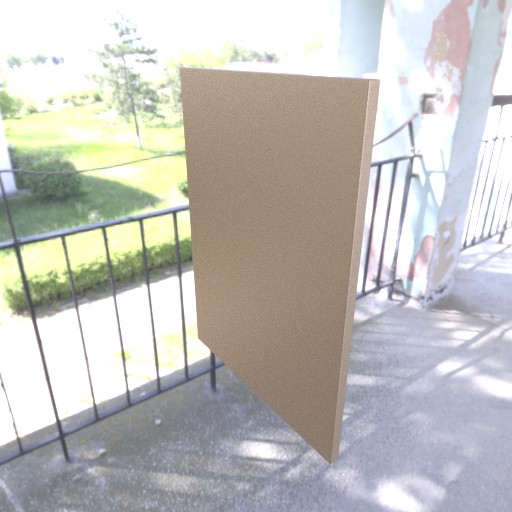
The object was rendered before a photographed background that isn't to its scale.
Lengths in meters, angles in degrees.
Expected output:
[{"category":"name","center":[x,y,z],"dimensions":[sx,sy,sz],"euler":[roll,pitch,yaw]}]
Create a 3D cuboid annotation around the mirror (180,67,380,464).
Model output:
[{"category":"mirror","center":[0.000,0.000,1.331],"dimensions":[0.032,1.023,0.756],"euler":[-18,30,-33]}]
